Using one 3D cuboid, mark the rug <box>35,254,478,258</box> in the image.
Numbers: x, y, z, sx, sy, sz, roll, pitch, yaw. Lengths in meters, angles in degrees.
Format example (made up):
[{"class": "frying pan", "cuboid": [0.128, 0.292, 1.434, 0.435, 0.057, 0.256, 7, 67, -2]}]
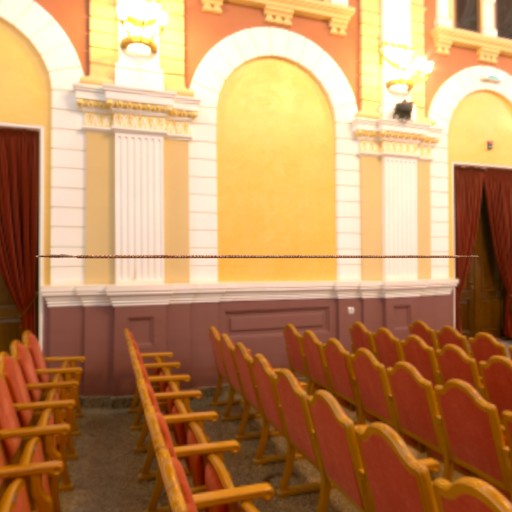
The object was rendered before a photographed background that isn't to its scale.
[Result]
[{"class": "rug", "cuboid": [0.000, 0.000, 2.036, 1.718, 0.017, 0.905, 0, 0, -19]}]
